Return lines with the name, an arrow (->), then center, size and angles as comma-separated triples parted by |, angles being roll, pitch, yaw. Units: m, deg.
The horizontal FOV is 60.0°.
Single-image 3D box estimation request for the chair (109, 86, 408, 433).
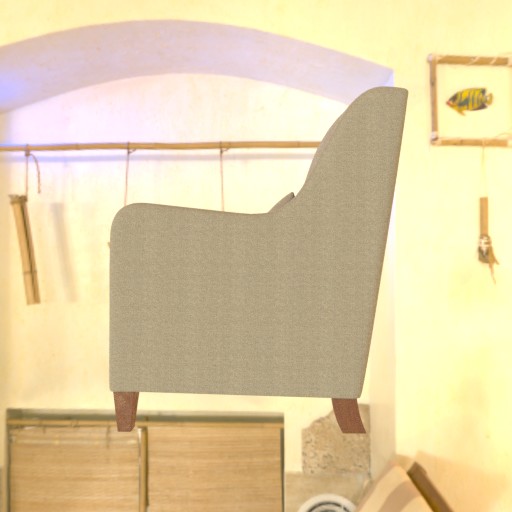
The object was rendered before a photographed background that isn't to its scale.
chair -> 0.000, 0.000, 1.606 | 0.890, 1.017, 0.715 | 0, -1, 1
